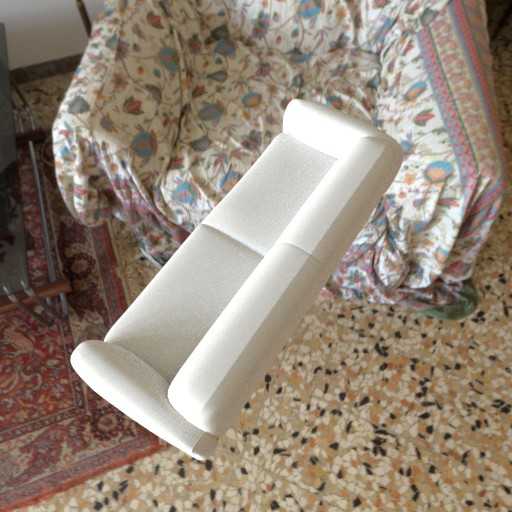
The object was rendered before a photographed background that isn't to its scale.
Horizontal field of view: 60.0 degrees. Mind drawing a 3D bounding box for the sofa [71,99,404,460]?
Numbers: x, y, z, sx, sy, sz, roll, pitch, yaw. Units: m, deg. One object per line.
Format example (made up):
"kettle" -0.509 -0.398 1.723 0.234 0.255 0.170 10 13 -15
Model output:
"sofa" 0.000 0.000 2.687 0.880 0.780 2.257 31 67 15
